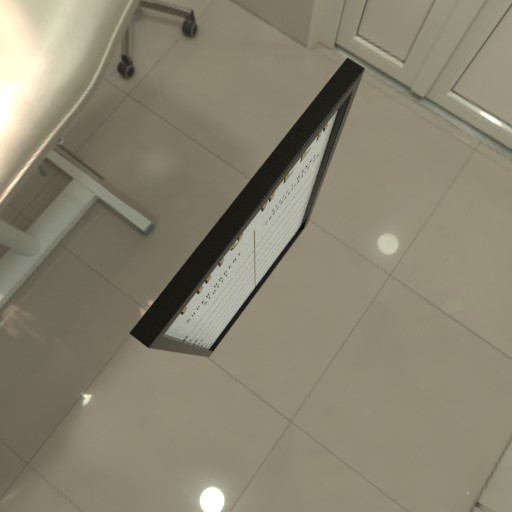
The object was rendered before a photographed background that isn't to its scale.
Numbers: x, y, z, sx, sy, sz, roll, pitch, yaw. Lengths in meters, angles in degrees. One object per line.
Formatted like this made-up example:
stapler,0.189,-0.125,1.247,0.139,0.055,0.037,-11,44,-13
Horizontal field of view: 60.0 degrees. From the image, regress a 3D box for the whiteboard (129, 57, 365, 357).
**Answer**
whiteboard,0.000,0.000,0.787,0.026,0.611,0.406,35,79,8
